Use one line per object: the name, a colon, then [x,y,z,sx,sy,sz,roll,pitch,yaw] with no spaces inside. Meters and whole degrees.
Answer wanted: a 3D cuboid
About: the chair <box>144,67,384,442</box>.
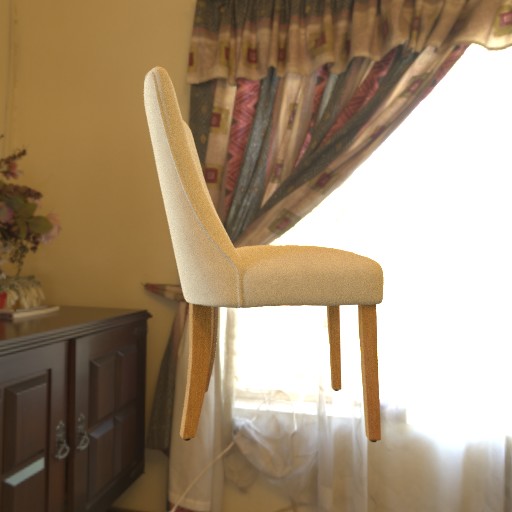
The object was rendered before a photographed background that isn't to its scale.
chair: [0.000,0.000,1.281,0.610,0.902,0.495,0,-1,-2]
